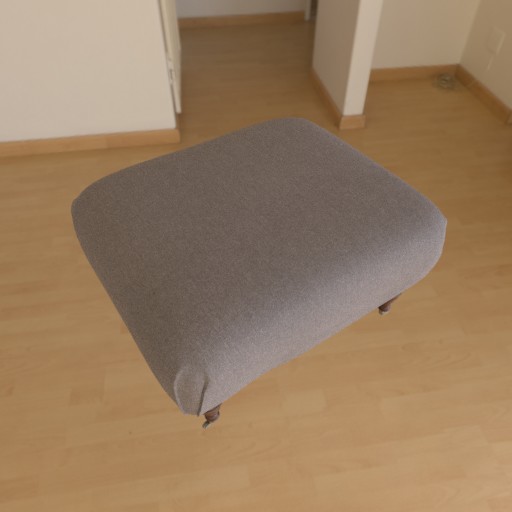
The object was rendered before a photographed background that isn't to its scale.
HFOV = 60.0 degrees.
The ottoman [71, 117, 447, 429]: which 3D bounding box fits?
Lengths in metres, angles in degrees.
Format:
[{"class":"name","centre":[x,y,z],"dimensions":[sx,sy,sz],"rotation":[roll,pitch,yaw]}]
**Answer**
[{"class":"ottoman","centre":[0.000,0.000,1.150],"dimensions":[0.747,0.450,0.622],"rotation":[-26,51,-23]}]
